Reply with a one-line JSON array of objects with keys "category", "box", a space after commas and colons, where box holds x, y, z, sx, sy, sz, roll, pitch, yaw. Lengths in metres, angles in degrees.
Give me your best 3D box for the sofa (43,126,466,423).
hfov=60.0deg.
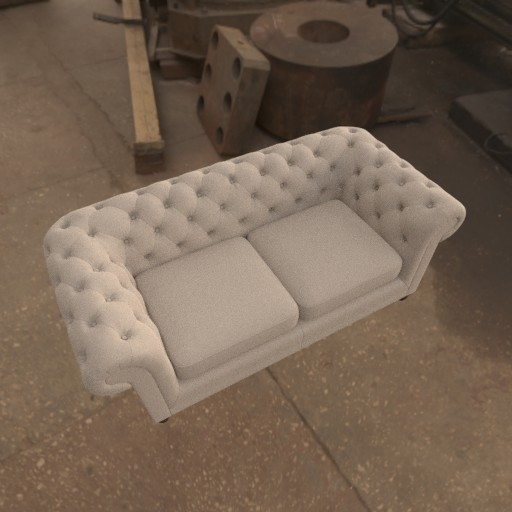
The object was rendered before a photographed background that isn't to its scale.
[{"category": "sofa", "box": [0.000, 0.000, 2.444, 1.998, 0.764, 0.986, -22, 51, -20]}]
